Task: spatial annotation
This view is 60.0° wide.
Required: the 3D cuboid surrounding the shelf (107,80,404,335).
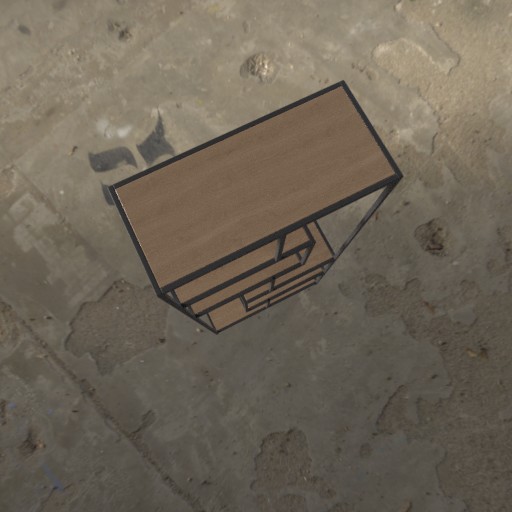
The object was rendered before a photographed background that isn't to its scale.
[{"bbox_3d":[0.000,0.000,2.159,0.770,1.850,0.350,-26,78,-6],"label":"shelf"}]
